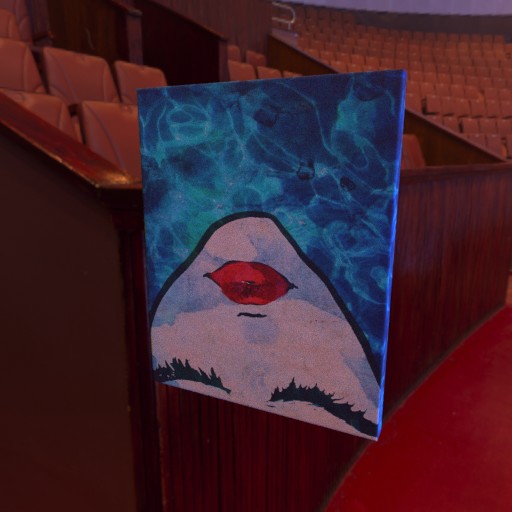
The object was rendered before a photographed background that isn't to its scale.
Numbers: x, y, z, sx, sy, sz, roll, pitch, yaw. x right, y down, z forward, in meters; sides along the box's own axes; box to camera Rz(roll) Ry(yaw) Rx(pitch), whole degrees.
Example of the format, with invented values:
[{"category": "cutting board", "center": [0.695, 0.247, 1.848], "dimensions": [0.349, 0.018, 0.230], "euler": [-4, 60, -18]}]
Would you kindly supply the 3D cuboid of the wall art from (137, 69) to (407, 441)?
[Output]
[{"category": "wall art", "center": [0.000, 0.000, 0.859], "dimensions": [0.508, 0.635, 0.038], "euler": [6, 15, 25]}]
